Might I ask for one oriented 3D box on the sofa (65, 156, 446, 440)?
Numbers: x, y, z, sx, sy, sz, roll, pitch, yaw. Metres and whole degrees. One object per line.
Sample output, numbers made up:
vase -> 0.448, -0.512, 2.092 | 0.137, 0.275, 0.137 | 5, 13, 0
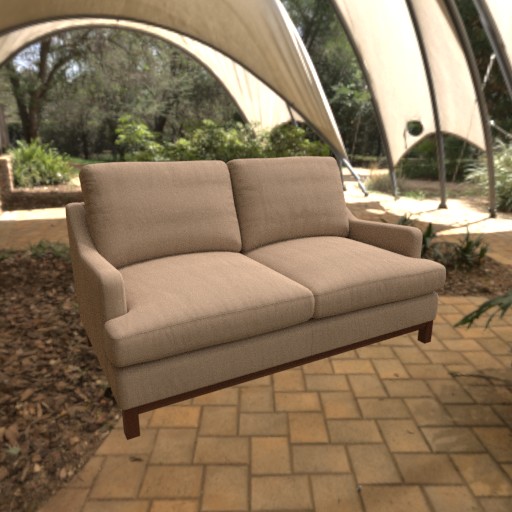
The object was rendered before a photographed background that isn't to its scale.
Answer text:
sofa -> 0.000, 0.000, 2.190 | 1.619, 0.910, 1.004 | -9, 18, -28
